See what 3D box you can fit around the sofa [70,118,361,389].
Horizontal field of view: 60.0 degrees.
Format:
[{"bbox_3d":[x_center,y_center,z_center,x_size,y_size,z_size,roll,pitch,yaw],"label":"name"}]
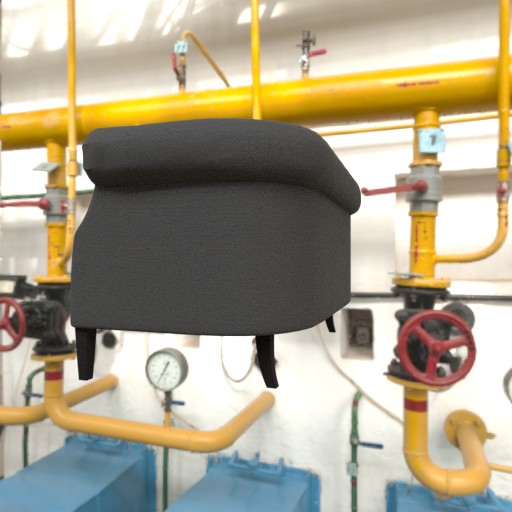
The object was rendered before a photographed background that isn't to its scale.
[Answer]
[{"bbox_3d":[0.000,0.000,1.990,0.835,0.827,1.558,0,0,19],"label":"sofa"}]
